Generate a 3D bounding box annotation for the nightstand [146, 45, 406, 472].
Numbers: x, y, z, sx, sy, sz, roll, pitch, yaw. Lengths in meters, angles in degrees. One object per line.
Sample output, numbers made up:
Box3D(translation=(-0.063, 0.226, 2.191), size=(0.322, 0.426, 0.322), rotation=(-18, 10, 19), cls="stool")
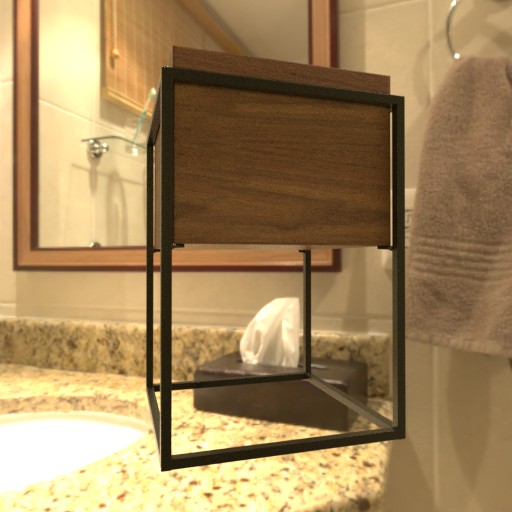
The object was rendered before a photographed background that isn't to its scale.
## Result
Box3D(translation=(0.000, 0.000, 0.866), size=(0.397, 0.607, 0.397), rotation=(0, -1, -17), cls="nightstand")
